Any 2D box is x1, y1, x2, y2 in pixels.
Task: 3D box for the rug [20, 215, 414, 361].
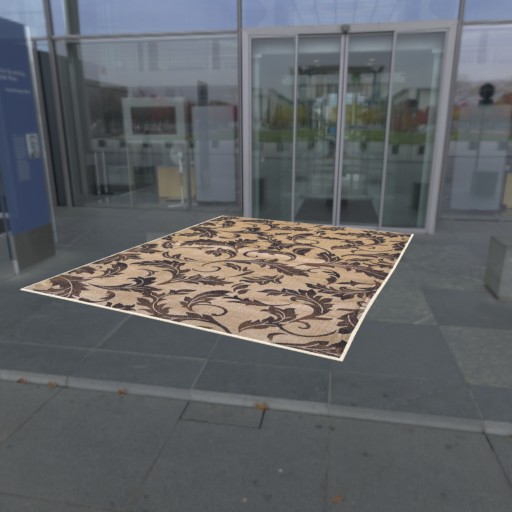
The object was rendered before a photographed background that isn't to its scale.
[{"bbox_3d":[0.000,0.000,3.999,2.380,0.008,2.977,8,18,24],"label":"rug"}]
